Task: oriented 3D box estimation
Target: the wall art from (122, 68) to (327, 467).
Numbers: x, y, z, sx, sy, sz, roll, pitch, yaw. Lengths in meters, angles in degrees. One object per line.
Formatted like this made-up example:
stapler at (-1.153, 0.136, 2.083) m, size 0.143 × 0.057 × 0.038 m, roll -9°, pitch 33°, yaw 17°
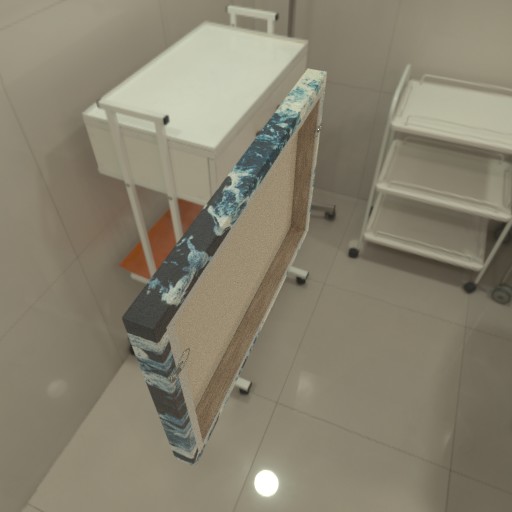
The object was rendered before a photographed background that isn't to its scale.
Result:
wall art at (0.000, 0.000, 0.777) m, size 0.043 × 0.407 × 0.609 m, roll 17°, pitch 49°, yaw 15°
